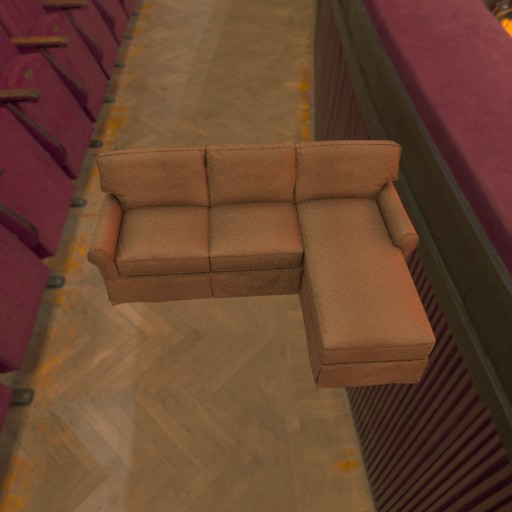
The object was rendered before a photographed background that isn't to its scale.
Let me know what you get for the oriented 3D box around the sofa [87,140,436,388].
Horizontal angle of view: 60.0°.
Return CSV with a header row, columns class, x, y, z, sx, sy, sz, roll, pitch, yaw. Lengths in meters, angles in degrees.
class,x,y,z,sx,sy,sz,roll,pitch,yaw
sofa,0.000,0.000,3.335,2.475,0.978,1.733,-3,48,-3
